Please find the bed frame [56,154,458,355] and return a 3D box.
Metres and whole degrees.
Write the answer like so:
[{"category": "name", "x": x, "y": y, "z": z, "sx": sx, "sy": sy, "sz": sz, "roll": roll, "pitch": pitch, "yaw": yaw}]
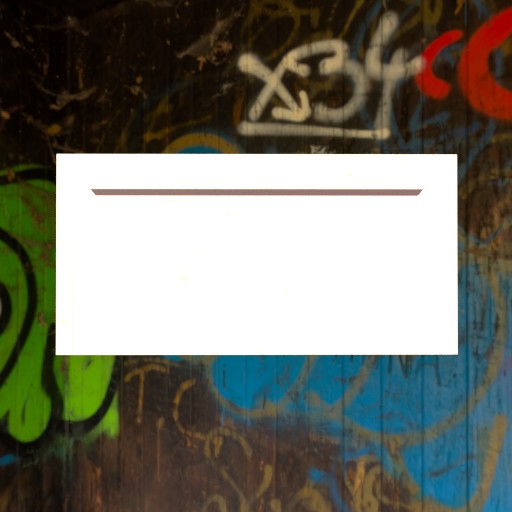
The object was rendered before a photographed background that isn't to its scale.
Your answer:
[{"category": "bed frame", "x": 0.000, "y": 0.000, "z": 3.028, "sx": 1.800, "sy": 0.900, "sz": 2.080, "roll": 0, "pitch": 0, "yaw": 0}]
